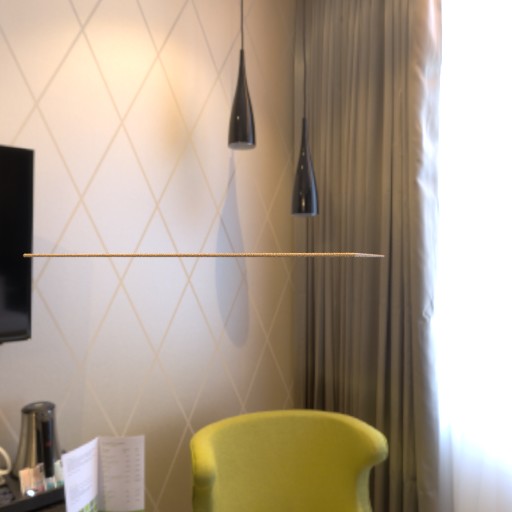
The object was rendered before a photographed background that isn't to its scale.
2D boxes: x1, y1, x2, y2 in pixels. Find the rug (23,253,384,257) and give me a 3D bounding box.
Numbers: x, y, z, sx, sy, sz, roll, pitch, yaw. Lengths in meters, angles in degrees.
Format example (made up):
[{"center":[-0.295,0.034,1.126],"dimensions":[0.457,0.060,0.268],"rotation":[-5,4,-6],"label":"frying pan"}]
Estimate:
[{"center":[0.000,0.000,2.886],"dimensions":[1.526,0.014,2.290],"rotation":[0,0,19],"label":"rug"}]
